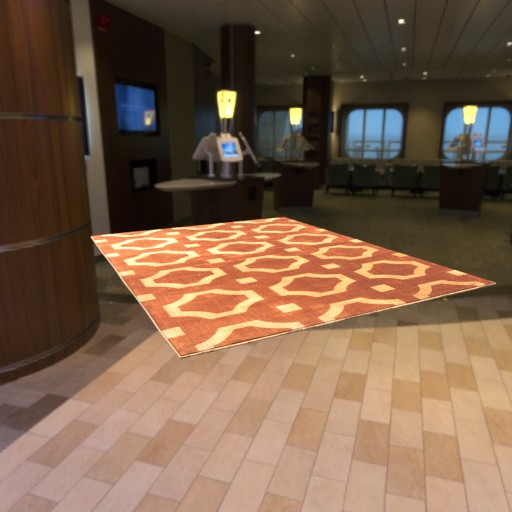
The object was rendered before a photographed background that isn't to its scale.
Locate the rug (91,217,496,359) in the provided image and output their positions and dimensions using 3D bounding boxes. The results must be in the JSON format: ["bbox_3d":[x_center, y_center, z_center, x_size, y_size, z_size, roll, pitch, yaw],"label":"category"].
[{"bbox_3d":[0.000,0.000,4.064,2.466,0.021,3.049,-8,17,-27],"label":"rug"}]
